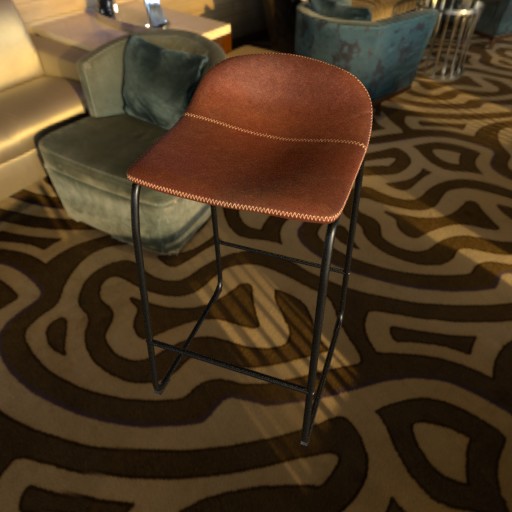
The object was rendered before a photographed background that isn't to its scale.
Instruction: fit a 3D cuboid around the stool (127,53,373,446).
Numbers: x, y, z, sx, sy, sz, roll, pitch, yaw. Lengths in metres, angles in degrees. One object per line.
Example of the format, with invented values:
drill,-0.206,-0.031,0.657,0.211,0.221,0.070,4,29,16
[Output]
stool,0.000,0.000,1.109,0.454,0.830,0.473,14,44,15
